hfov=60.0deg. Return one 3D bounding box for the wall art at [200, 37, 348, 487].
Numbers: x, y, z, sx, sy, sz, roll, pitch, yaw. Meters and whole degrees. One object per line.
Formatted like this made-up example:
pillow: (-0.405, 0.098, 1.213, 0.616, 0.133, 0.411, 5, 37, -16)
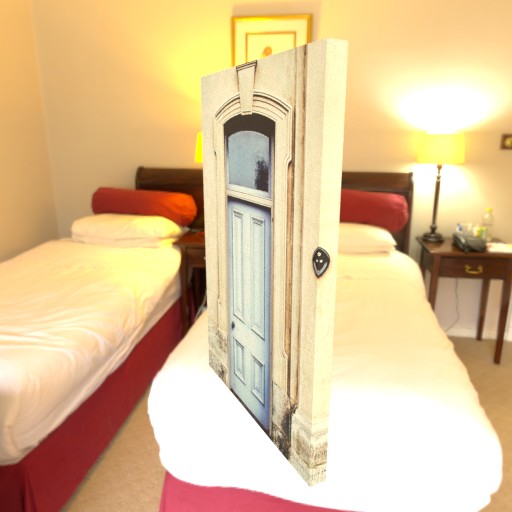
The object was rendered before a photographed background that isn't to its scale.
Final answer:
wall art: (0.000, 0.000, 0.948, 0.038, 0.764, 0.508, -8, 17, -26)
